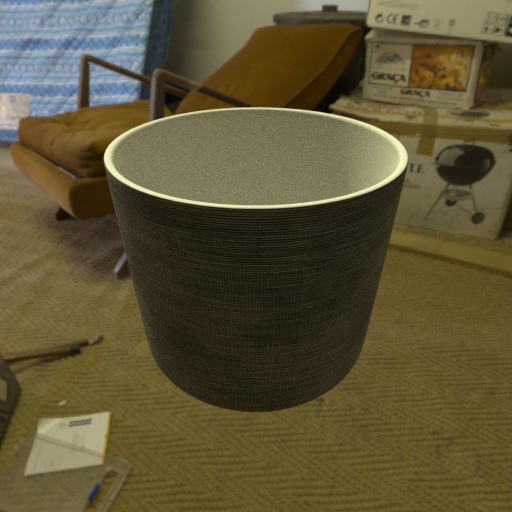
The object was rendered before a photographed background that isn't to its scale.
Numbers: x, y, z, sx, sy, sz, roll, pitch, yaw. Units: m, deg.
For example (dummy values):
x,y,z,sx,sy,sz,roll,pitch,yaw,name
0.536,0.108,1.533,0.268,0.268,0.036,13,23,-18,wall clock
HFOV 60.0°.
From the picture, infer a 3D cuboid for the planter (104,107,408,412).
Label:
x,y,z,sx,sy,sz,roll,pitch,yaw,name
0.000,0.000,0.771,0.440,0.398,0.440,0,32,0,planter
